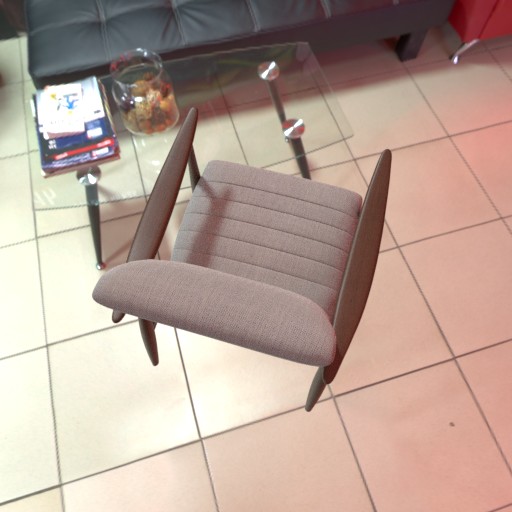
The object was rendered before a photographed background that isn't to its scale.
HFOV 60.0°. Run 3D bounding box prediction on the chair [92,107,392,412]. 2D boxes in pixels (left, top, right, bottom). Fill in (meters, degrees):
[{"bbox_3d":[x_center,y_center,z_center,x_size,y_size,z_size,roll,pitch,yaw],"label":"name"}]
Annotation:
[{"bbox_3d":[0.000,0.000,1.470,0.741,0.832,0.798,14,64,7],"label":"chair"}]
